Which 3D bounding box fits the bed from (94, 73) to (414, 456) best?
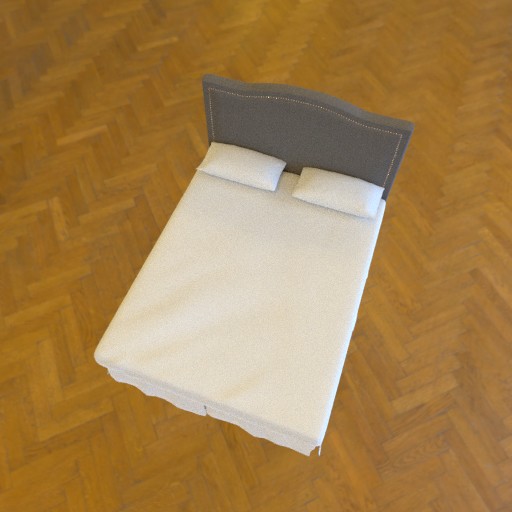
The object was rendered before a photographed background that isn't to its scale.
[{"bbox_3d":[0.000,0.000,3.433,1.821,1.436,2.282,17,60,10],"label":"bed"}]
